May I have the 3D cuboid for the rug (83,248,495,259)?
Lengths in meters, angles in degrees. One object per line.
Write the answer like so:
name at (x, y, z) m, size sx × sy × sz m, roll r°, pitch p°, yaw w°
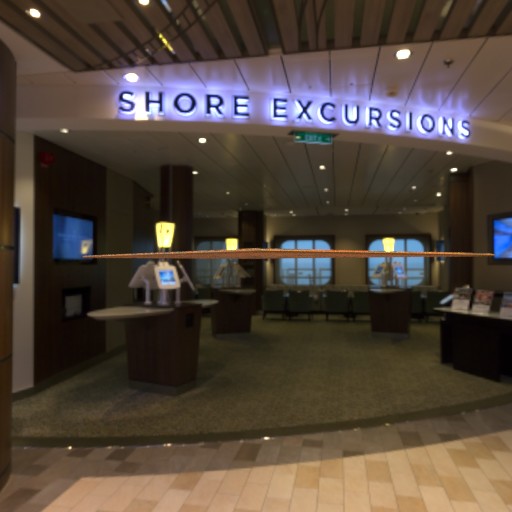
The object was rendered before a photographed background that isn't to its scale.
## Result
rug at (0.000, 0.000, 3.697) m, size 2.043 × 0.019 × 2.916 m, roll 1°, pitch -1°, yaw -36°
